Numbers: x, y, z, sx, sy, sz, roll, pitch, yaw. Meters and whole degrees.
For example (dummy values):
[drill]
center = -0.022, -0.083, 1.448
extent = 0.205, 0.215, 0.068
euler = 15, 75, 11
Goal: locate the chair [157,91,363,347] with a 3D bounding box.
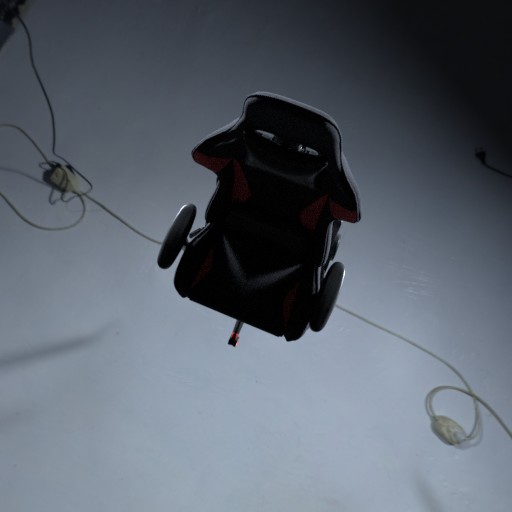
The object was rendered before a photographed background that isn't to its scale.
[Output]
[chair]
center = 0.000, 0.000, 1.739
extent = 0.695, 1.326, 0.658
euler = 22, 76, 6
